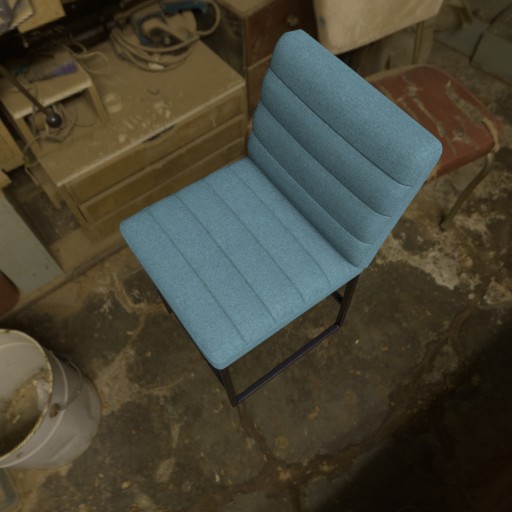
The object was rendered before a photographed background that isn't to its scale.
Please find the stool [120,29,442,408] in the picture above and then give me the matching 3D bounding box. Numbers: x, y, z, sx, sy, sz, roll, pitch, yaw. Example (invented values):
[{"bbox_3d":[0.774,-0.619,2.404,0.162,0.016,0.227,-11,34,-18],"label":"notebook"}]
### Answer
[{"bbox_3d":[0.000,0.000,1.238,0.560,0.940,0.460,-33,66,-16],"label":"stool"}]
